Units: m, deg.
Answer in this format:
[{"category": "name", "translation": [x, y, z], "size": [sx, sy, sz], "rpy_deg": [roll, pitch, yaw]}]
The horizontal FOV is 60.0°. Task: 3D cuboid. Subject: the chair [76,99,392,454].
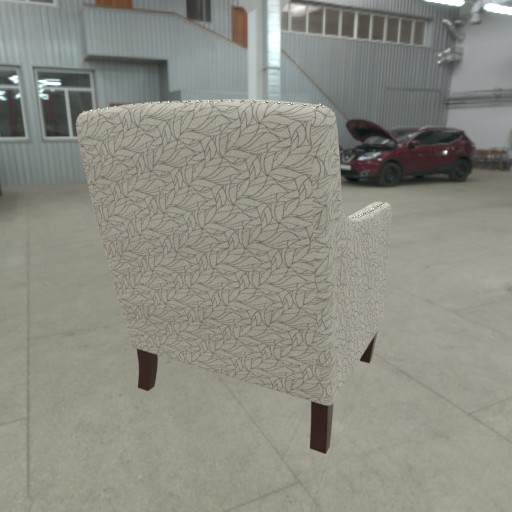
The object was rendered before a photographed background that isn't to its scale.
[{"category": "chair", "translation": [0.000, 0.000, 1.270], "size": [0.623, 0.816, 0.651], "rpy_deg": [9, 18, 27]}]
